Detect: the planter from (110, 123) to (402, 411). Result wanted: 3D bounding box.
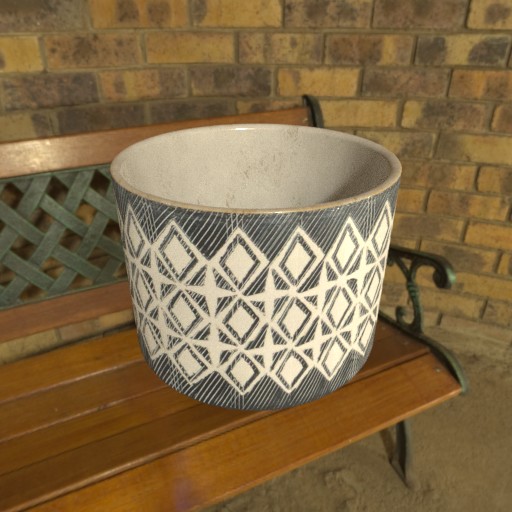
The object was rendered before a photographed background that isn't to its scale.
[{"bbox_3d":[0.000,0.000,0.225,0.126,0.104,0.126,0,29,0],"label":"planter"}]
